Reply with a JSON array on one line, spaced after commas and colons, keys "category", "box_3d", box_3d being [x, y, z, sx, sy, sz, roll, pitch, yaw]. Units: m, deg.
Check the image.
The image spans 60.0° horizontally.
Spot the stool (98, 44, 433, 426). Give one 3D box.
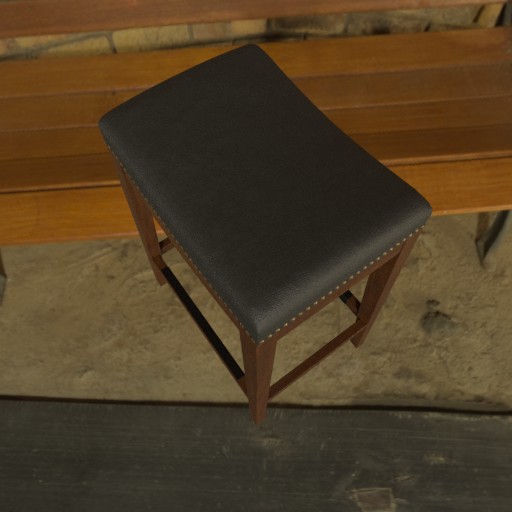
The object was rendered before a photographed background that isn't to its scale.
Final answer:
[{"category": "stool", "box_3d": [0.000, 0.000, 0.938, 0.353, 0.664, 0.490, -33, 67, -16]}]
